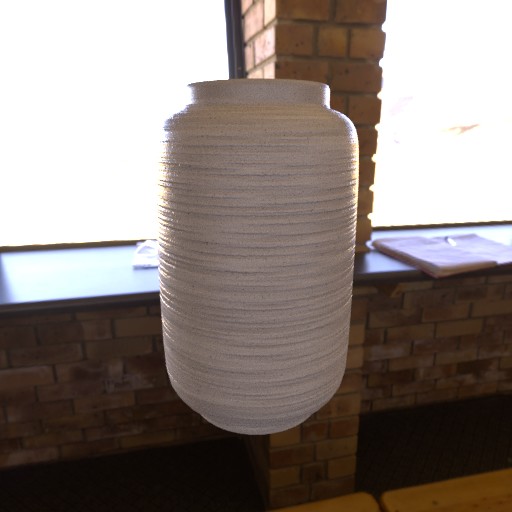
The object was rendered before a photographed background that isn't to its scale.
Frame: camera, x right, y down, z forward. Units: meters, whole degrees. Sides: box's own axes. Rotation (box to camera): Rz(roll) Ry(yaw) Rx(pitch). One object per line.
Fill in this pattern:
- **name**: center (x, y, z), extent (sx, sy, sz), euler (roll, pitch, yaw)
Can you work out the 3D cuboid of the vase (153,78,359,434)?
- **vase**: center (0.000, 0.000, 0.467), extent (0.202, 0.335, 0.202), euler (0, 16, 0)
